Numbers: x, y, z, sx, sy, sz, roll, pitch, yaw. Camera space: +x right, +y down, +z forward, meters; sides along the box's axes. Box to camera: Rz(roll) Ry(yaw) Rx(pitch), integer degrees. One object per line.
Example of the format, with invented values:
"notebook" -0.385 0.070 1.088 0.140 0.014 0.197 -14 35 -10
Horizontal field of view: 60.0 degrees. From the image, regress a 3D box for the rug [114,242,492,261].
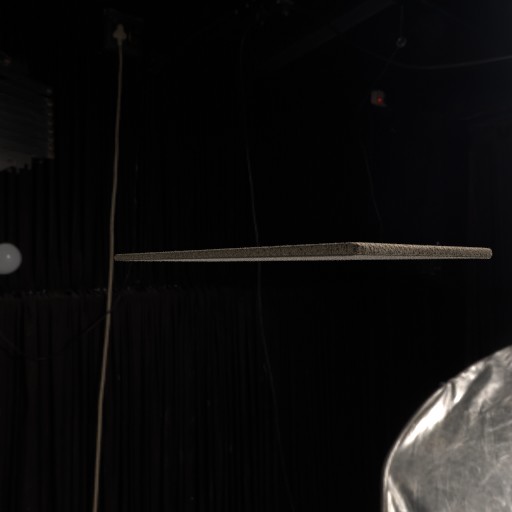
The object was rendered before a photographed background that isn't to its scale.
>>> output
"rug" 0.000 0.000 1.731 0.609 0.030 1.524 1 -1 -36
